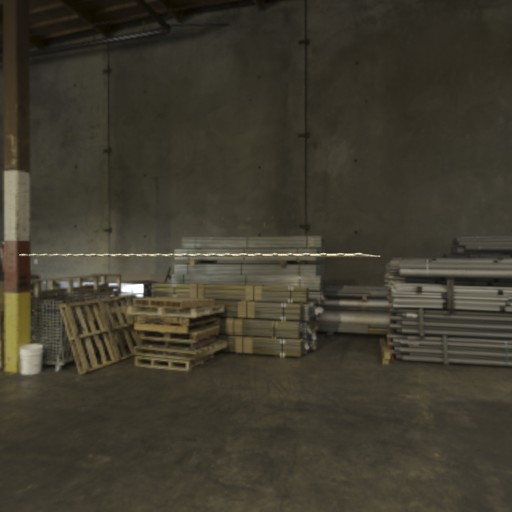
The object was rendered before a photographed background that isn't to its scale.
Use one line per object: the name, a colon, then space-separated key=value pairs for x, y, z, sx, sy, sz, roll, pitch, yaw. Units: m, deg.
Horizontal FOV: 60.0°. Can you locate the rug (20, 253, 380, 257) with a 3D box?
rug: x=0.000 y=0.000 z=2.951 sx=1.539 sy=0.011 sz=2.410 roll=0 pitch=0 yaw=17
